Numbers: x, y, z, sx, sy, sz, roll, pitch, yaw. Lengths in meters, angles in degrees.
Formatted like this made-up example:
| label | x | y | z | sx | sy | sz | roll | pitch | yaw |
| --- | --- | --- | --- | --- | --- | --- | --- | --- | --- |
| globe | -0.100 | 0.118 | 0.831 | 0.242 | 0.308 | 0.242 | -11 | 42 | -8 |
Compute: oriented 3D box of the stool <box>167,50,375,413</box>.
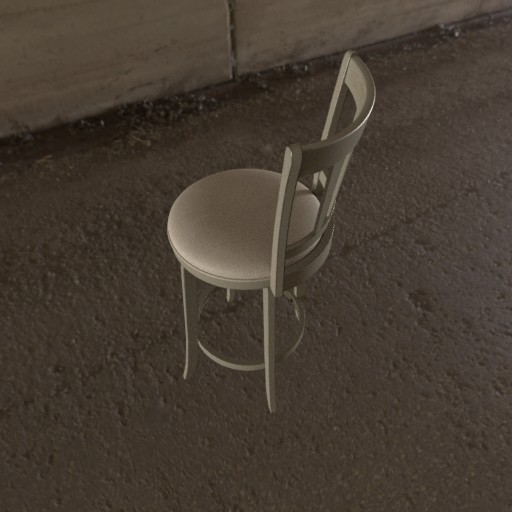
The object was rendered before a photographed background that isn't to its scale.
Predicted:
| label | x | y | z | sx | sy | sz | roll | pitch | yaw |
| --- | --- | --- | --- | --- | --- | --- | --- | --- | --- |
| stool | 0.000 | 0.000 | 1.271 | 0.475 | 1.042 | 0.436 | 16 | 49 | 15 |
